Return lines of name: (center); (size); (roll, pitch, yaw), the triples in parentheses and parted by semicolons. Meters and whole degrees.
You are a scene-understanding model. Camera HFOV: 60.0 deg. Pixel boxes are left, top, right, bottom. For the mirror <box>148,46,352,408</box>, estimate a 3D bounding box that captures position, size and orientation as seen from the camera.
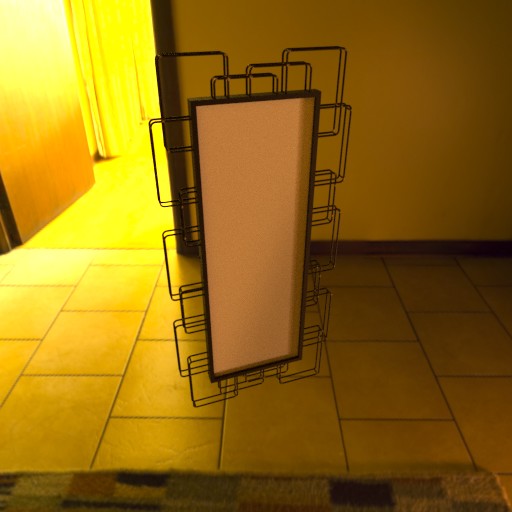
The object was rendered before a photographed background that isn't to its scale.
mirror: (0.000, 0.000, 1.407); (0.565, 1.192, 0.037); (-10, 33, -17)
